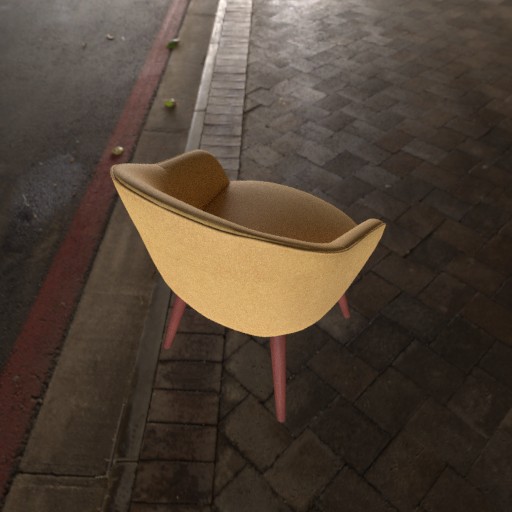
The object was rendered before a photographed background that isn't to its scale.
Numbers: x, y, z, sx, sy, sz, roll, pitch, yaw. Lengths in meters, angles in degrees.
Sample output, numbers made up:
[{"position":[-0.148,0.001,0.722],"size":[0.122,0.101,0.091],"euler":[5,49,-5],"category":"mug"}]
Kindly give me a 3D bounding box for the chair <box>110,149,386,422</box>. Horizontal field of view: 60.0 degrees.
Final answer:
[{"position":[0.000,0.000,1.273],"size":[0.596,0.823,0.635],"euler":[26,52,22],"category":"chair"}]
